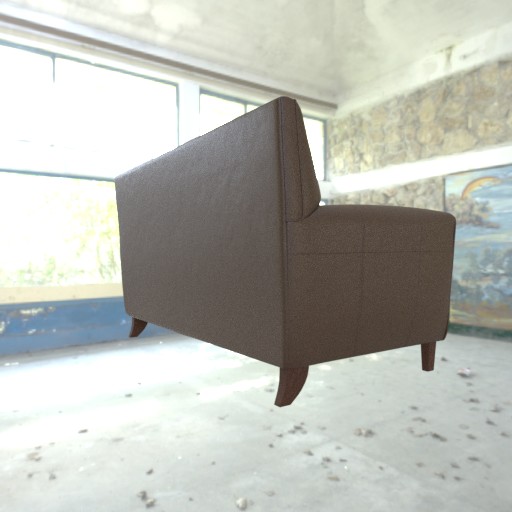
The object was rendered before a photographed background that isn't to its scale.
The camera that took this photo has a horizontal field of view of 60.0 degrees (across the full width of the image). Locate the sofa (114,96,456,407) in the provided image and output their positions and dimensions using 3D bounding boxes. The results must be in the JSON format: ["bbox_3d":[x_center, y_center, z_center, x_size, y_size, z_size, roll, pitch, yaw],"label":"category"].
[{"bbox_3d":[0.000,0.000,2.011,0.853,0.859,1.468,0,0,-34],"label":"sofa"}]
